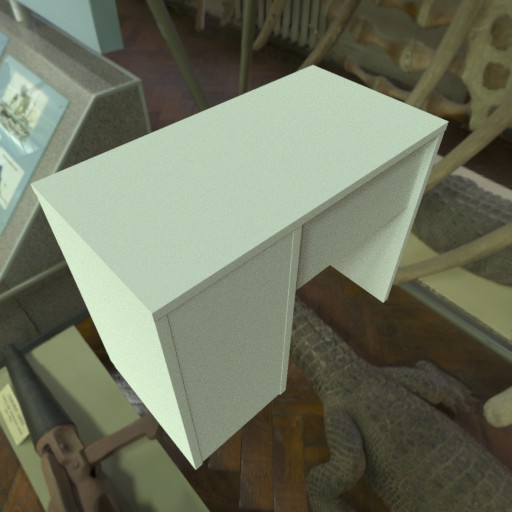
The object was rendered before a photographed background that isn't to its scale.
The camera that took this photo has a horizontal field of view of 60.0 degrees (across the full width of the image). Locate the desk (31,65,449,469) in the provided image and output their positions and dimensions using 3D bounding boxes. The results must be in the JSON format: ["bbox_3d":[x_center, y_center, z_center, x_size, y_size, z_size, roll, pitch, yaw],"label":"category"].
[{"bbox_3d":[0.000,0.000,1.310,0.898,0.730,0.482,-33,55,-28],"label":"desk"}]
